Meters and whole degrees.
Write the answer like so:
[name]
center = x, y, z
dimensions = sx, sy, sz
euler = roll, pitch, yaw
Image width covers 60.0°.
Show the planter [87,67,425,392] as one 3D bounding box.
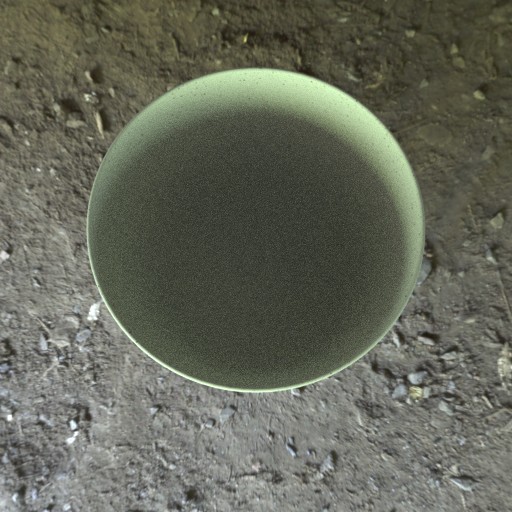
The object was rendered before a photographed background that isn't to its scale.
[planter]
center = 0.000, 0.000, 0.358
dimensions = 0.195, 0.214, 0.195
euler = 0, 77, 0
